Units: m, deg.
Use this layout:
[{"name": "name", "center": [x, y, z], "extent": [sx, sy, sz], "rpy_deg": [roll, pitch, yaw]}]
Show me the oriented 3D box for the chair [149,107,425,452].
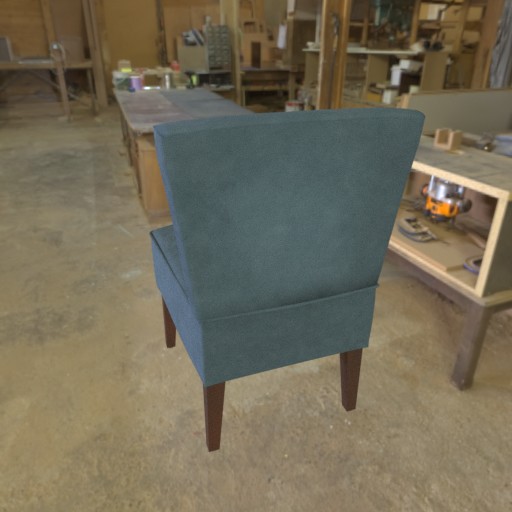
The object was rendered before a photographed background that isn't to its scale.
[{"name": "chair", "center": [0.000, 0.000, 1.178], "extent": [0.521, 0.806, 0.551], "rpy_deg": [-9, 28, -17]}]
